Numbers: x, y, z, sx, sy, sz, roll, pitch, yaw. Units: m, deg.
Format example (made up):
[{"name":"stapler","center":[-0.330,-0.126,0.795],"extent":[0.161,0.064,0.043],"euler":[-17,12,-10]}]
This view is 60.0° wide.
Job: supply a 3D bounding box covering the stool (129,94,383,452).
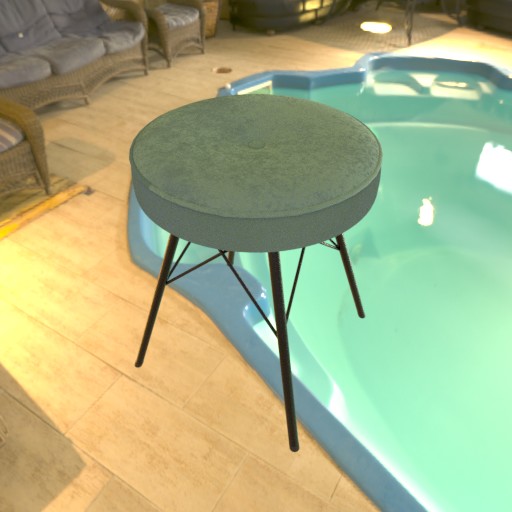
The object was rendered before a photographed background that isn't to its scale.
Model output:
[{"name":"stool","center":[0.000,0.000,0.879],"extent":[0.458,0.519,0.457],"euler":[27,48,28]}]
